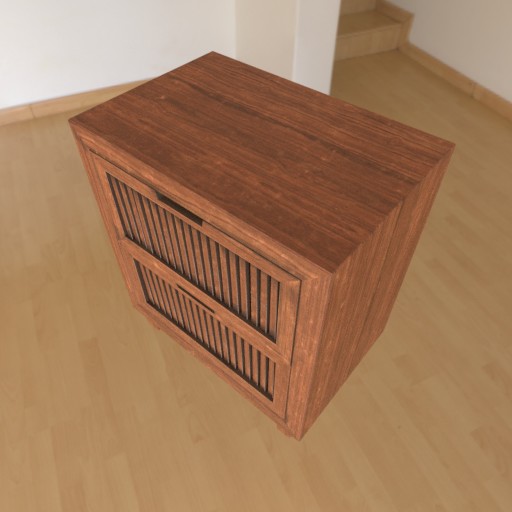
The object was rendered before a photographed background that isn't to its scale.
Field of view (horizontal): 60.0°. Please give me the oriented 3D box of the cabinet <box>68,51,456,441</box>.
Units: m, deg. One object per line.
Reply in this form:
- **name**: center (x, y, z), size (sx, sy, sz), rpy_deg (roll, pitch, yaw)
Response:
- **cabinet**: center (0.000, 0.000, 1.082), size (0.607, 0.695, 0.410), rpy_deg (32, 55, 26)
